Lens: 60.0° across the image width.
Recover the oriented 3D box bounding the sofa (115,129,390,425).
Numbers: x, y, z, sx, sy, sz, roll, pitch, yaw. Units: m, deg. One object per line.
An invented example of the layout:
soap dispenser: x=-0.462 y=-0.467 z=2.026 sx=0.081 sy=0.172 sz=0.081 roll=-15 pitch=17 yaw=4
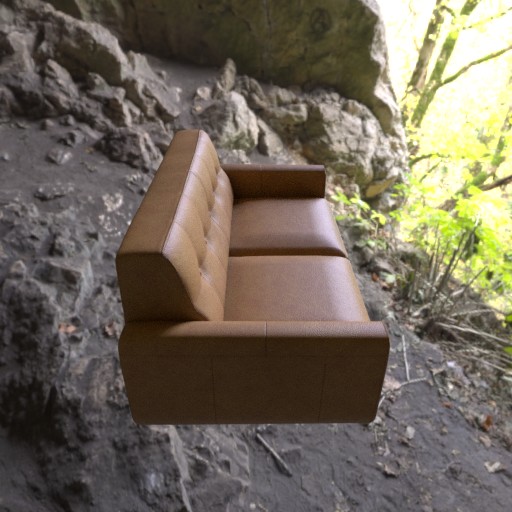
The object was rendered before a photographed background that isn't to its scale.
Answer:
sofa: x=0.000 y=0.000 z=2.253 sx=0.952 sy=0.925 sz=1.651 roll=0 pitch=32 yaw=0
